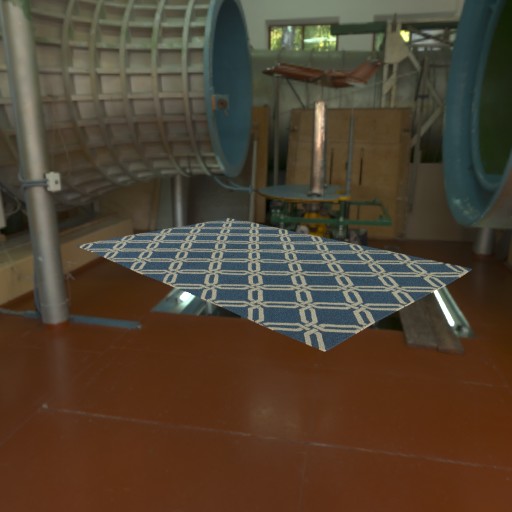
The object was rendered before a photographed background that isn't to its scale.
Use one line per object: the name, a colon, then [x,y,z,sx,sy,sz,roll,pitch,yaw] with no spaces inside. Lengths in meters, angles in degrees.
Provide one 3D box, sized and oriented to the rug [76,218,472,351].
rug: [0.000,0.000,2.296,1.153,0.010,1.755,-15,22,-42]
